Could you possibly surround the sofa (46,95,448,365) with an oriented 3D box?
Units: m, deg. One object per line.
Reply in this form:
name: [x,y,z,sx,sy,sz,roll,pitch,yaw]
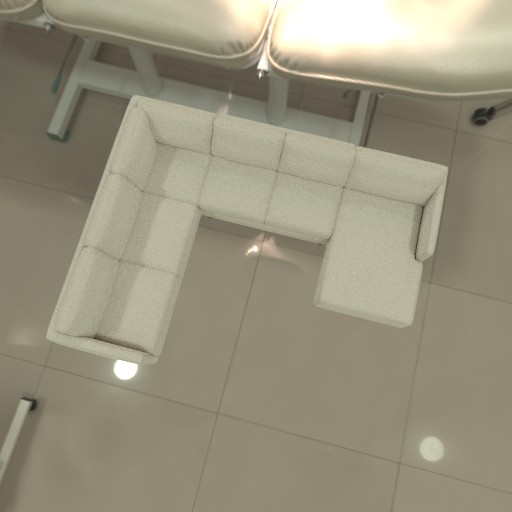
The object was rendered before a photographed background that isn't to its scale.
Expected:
sofa: [0.000,0.000,4.352,3.238,0.853,2.551,14,77,3]
